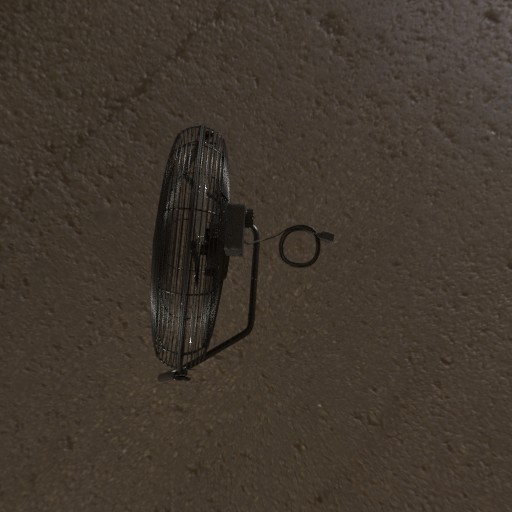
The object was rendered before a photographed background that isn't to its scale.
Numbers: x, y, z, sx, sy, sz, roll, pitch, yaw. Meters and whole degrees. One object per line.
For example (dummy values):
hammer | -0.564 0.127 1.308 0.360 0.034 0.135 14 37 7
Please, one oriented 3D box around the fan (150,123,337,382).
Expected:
fan | 0.000 0.000 1.006 0.470 0.605 0.595 4 76 1
